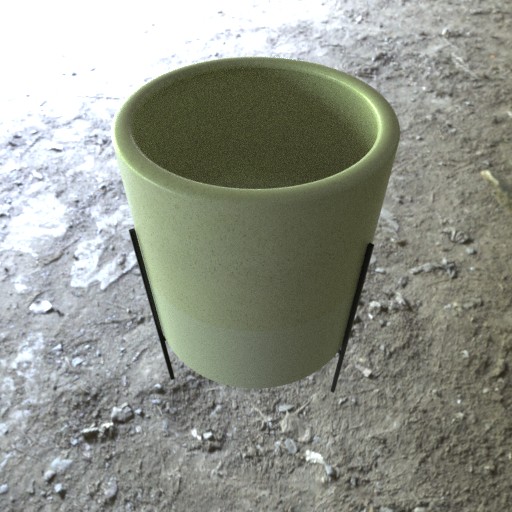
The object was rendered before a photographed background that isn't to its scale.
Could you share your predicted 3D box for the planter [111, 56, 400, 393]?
[{"bbox_3d":[0.000,0.000,0.681,0.324,0.483,0.333,4,46,3],"label":"planter"}]
